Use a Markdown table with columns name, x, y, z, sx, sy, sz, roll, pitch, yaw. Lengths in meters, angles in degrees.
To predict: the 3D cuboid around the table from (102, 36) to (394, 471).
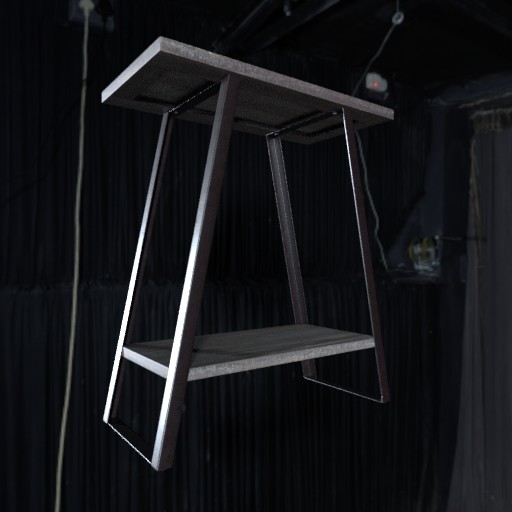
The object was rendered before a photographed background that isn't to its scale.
| name | x | y | z | sx | sy | sz | roll | pitch | yaw |
| --- | --- | --- | --- | --- | --- | --- | --- | --- | --- |
| table | 0.000 | 0.000 | 1.004 | 0.599 | 0.701 | 0.300 | 0 | 0 | -36 |
